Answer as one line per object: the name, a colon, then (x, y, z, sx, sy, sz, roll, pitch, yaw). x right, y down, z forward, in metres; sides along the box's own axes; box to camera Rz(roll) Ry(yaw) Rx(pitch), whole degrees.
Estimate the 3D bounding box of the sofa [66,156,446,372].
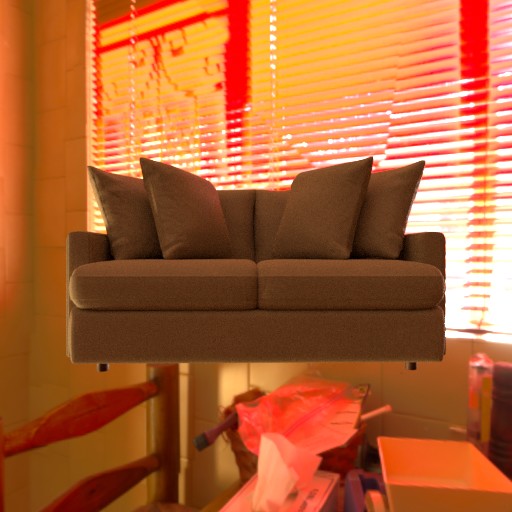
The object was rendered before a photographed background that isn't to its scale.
sofa: (0.000, 0.000, 2.608, 1.869, 1.080, 1.228, 0, 0, -1)
